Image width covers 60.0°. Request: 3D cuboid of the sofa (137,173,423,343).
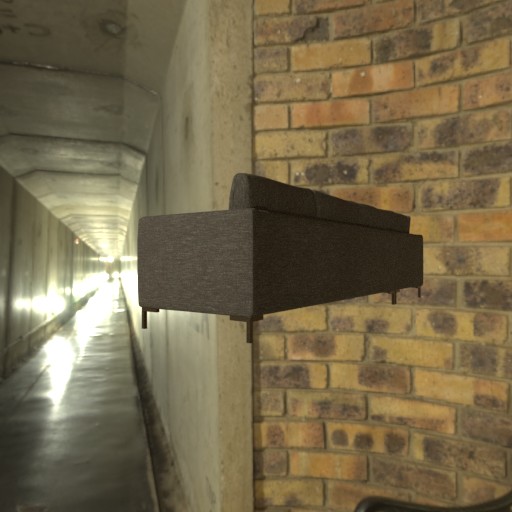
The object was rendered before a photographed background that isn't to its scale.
[{"bbox_3d":[0.000,0.000,3.755,2.007,0.815,2.949,0,0,35],"label":"sofa"}]
